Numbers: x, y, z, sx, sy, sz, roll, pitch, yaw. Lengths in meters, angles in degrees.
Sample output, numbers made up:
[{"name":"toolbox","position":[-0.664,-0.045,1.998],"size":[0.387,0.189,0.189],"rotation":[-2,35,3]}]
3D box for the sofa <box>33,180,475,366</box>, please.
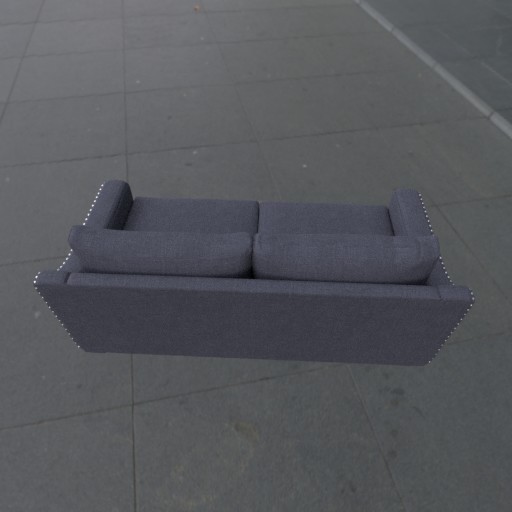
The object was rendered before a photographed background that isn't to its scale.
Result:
[{"name":"sofa","position":[0.000,0.000,3.277],"size":[2.550,1.196,1.336],"rotation":[2,46,2]}]
